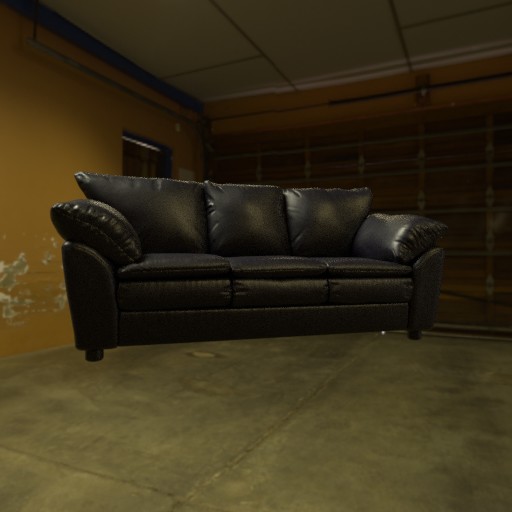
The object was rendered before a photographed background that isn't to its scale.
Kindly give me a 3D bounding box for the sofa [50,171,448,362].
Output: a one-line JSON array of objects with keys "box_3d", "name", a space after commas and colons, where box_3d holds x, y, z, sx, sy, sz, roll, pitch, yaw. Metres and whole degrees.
[{"box_3d": [0.000, 0.000, 2.842, 2.336, 1.073, 0.880, 0, -1, -19], "name": "sofa"}]
